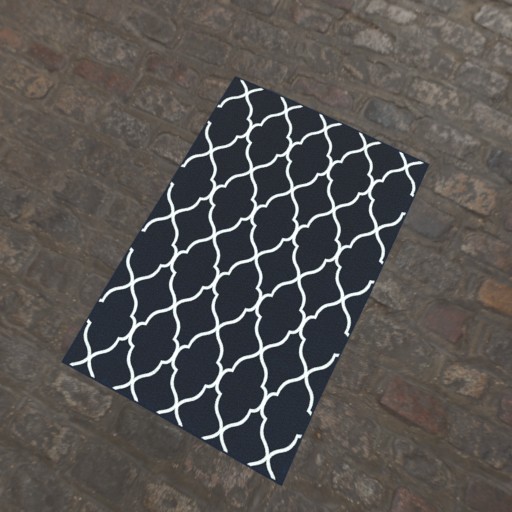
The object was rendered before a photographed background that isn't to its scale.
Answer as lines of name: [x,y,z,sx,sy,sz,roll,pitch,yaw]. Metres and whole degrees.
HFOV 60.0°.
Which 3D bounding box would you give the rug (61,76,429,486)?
rug: [0.000,0.000,2.891,1.528,0.014,2.294,27,77,7]
